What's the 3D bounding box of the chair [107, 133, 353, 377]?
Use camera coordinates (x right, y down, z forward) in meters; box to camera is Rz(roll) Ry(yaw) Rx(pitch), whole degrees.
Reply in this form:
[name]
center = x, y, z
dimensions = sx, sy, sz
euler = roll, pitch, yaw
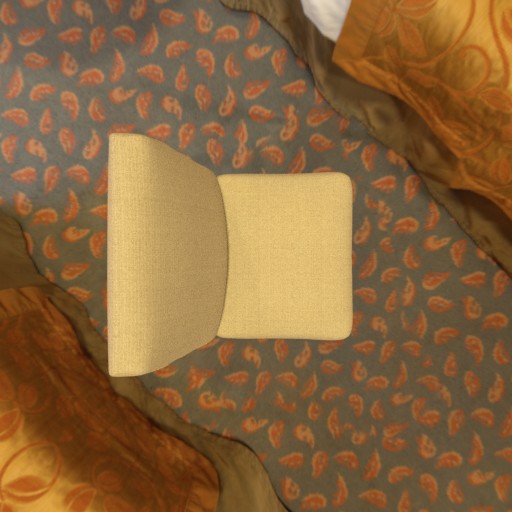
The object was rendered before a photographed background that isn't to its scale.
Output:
[chair]
center = 0.000, 0.000, 1.296
dimensions = 0.586, 0.911, 0.507
euler = 0, 90, 0
